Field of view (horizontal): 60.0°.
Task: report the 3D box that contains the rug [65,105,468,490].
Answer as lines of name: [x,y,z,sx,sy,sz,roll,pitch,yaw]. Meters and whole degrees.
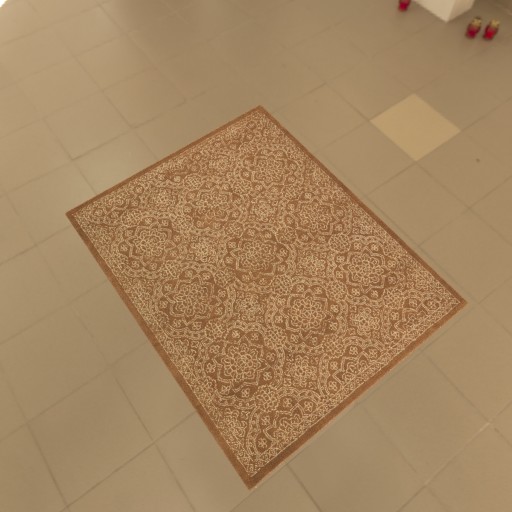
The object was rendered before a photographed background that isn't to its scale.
rug: [0.000,0.000,4.167,2.441,0.015,3.050,-34,67,-16]
